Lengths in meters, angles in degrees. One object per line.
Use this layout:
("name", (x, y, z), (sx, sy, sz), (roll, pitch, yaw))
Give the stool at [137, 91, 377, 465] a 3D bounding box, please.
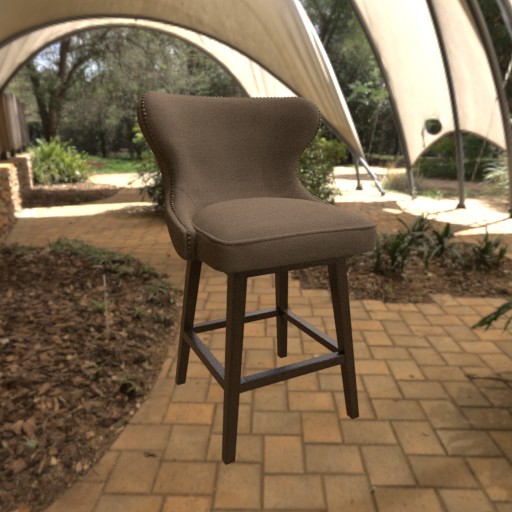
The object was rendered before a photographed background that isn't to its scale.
("stool", (0.000, 0.000, 1.375), (0.615, 0.972, 0.597), (-8, 18, -26))
